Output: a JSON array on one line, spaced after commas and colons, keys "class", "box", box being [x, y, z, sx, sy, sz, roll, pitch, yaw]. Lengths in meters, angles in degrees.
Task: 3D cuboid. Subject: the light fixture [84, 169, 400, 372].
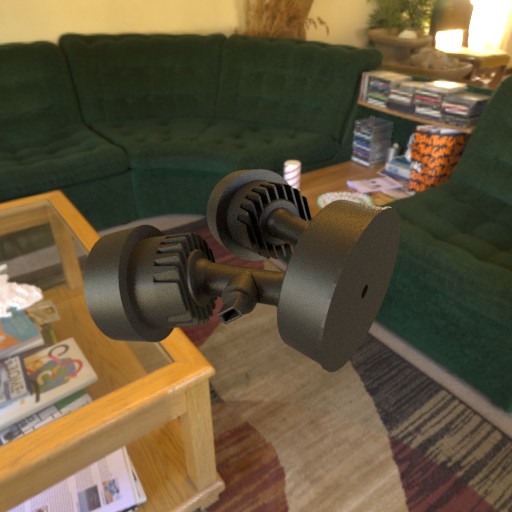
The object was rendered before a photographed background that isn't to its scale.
[{"class": "light fixture", "box": [0.000, 0.000, 0.321, 0.168, 0.120, 0.213, 22, 39, 30]}]
